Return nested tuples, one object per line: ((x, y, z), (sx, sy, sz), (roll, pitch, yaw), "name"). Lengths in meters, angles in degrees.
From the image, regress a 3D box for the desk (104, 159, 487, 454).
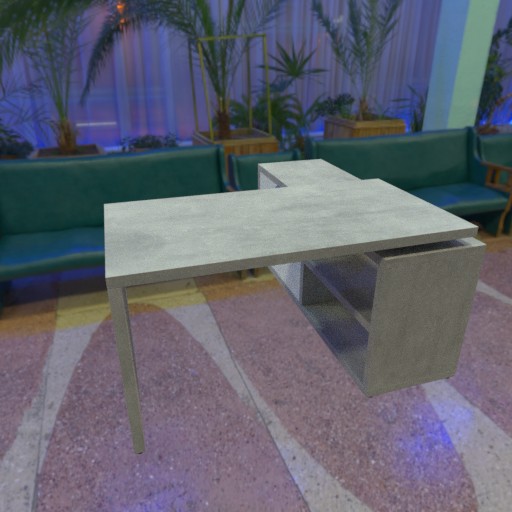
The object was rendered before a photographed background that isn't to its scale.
((0.000, 0.000, 2.294), (1.400, 0.740, 1.500), (-8, 27, -16), "desk")
